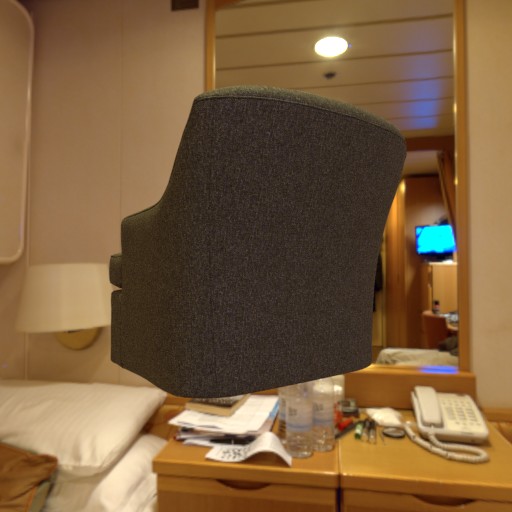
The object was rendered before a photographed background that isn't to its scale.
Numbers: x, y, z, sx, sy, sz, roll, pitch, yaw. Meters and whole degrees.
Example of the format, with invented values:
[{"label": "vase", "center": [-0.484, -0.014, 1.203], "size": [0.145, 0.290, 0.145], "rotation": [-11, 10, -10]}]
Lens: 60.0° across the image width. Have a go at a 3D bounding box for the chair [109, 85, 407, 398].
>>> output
[{"label": "chair", "center": [0.000, 0.000, 1.590], "size": [0.864, 0.856, 0.923], "rotation": [1, -2, -37]}]
